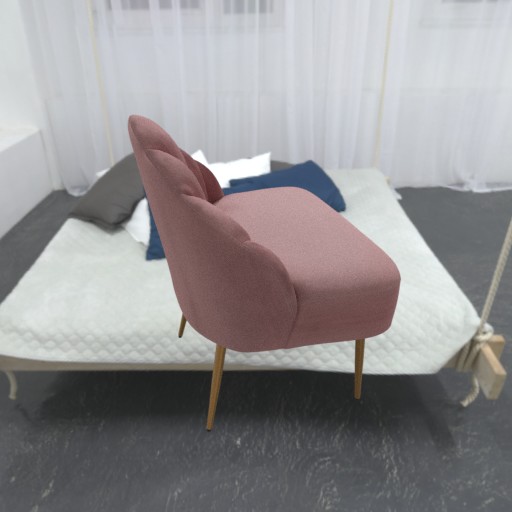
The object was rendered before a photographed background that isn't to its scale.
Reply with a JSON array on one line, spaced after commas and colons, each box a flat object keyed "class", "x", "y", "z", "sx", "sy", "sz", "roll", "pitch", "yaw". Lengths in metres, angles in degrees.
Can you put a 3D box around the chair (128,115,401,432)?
[{"class": "chair", "x": 0.000, "y": 0.000, "z": 1.264, "sx": 0.599, "sy": 0.819, "sz": 0.657, "roll": -10, "pitch": 32, "yaw": -17}]
